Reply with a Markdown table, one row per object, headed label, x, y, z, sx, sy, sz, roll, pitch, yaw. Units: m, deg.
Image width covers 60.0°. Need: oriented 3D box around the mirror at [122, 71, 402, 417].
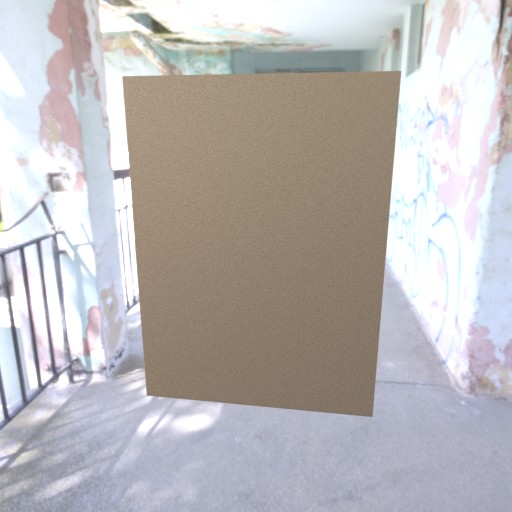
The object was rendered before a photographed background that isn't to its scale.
| label | x | y | z | sx | sy | sz | roll | pitch | yaw |
| --- | --- | --- | --- | --- | --- | --- | --- | --- | --- |
| mirror | 0.000 | 0.000 | 1.341 | 0.756 | 1.023 | 0.032 | 2 | 16 | 9 |
